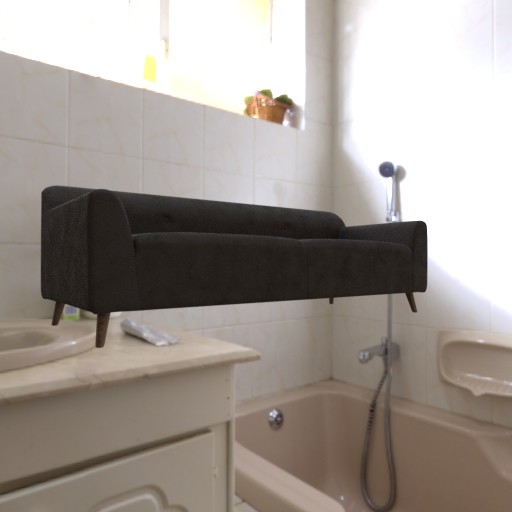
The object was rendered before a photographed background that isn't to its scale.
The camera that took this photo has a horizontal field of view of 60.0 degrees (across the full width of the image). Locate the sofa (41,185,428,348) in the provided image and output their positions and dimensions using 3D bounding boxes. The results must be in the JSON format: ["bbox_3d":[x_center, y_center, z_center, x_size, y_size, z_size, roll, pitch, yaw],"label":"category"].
[{"bbox_3d":[0.000,0.000,2.637,2.190,0.740,0.900,1,-1,-36],"label":"sofa"}]
